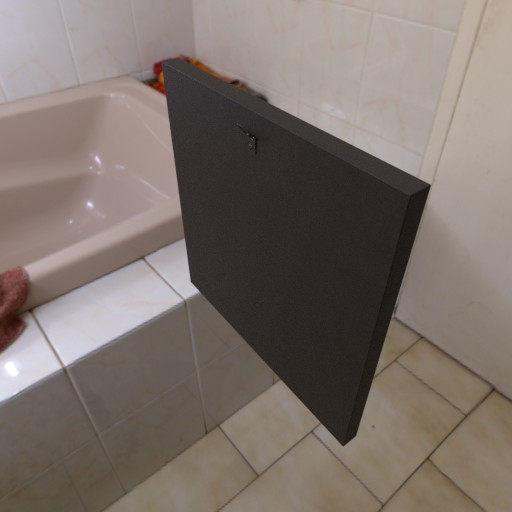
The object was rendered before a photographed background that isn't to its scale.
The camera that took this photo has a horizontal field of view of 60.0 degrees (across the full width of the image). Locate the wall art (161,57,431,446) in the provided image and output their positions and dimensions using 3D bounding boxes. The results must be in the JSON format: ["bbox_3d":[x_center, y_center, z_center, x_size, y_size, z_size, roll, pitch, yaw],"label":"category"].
[{"bbox_3d":[0.000,0.000,0.514,0.038,0.349,0.349,-26,47,-27],"label":"wall art"}]
